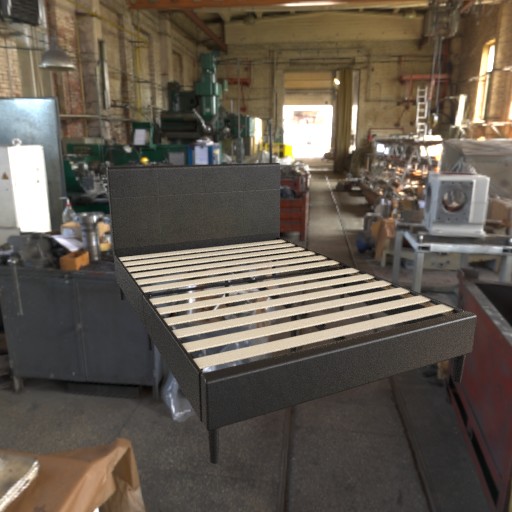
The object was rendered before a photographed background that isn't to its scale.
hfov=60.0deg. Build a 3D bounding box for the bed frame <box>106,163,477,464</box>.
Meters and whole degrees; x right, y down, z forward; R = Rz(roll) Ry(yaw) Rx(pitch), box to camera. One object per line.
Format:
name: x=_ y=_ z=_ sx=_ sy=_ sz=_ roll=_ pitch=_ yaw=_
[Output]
bed frame: x=0.000 y=0.000 z=2.850 sx=1.469 sy=1.046 sz=2.152 roll=-7 pitch=16 yaw=-25
